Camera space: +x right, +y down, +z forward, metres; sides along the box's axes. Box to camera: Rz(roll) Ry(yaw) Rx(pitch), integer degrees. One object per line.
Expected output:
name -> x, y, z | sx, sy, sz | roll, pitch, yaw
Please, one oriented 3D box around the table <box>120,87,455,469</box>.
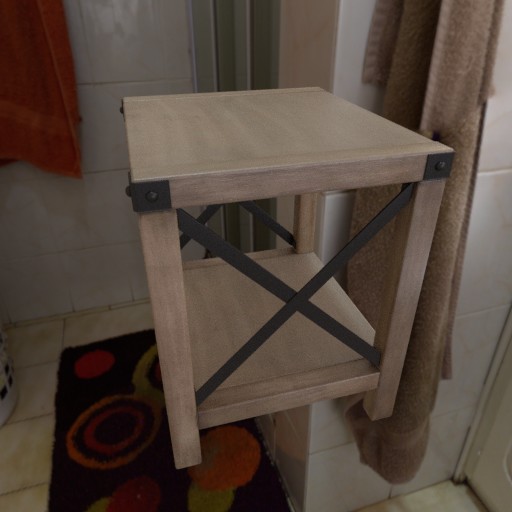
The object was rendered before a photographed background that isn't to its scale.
table -> 0.000, 0.000, 0.916 | 0.459, 0.561, 0.510 | -8, 32, -13
